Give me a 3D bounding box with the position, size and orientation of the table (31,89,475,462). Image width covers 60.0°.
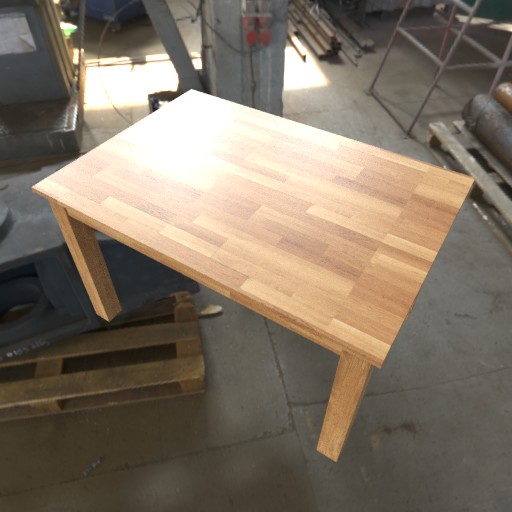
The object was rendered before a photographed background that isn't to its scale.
[{"bbox_3d":[0.000,0.000,1.845,1.300,0.750,0.900,25,51,22],"label":"table"}]
